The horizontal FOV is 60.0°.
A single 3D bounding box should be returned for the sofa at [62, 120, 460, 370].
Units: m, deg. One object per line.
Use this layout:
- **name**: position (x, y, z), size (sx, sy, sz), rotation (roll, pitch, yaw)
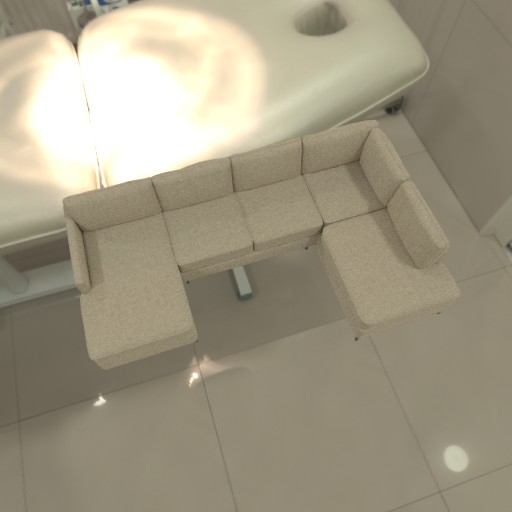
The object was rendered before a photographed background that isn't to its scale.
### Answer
- **sofa**: position (0.000, 0.000, 4.366), size (3.423, 0.996, 2.021), rotation (-16, 64, -8)
